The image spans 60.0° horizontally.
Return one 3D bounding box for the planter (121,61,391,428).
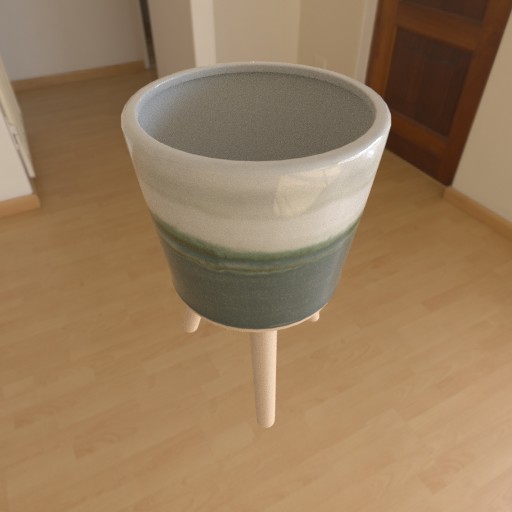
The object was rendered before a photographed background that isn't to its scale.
[{"bbox_3d":[0.000,0.000,0.470,0.217,0.331,0.217,26,47,27],"label":"planter"}]
